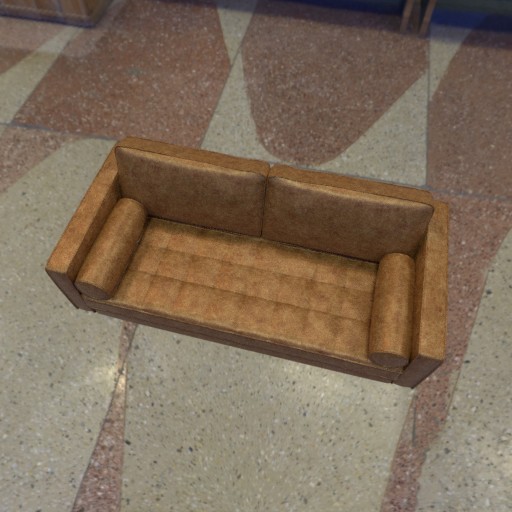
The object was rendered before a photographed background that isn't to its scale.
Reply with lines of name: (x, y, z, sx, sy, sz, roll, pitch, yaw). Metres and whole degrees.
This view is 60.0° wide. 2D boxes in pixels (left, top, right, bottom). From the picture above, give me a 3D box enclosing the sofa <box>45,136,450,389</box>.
sofa: (0.000, 0.000, 2.412, 1.920, 0.825, 0.924, 12, 59, 7)
